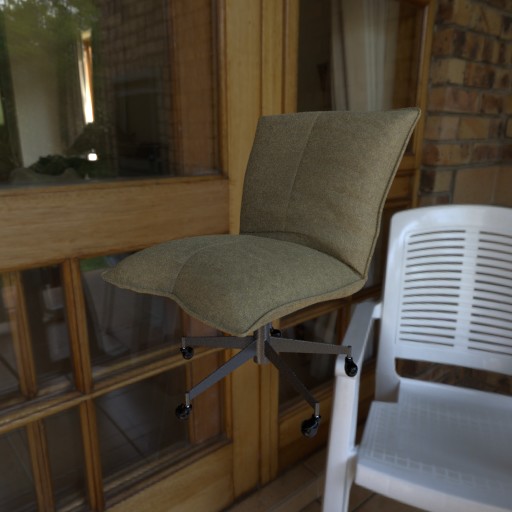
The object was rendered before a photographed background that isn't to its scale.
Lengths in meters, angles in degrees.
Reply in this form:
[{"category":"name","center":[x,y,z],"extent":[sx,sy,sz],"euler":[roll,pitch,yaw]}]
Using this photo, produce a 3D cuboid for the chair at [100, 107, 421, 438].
[{"category":"chair","center":[0.000,0.000,1.264],"extent":[0.597,0.811,0.696],"euler":[14,21,42]}]
